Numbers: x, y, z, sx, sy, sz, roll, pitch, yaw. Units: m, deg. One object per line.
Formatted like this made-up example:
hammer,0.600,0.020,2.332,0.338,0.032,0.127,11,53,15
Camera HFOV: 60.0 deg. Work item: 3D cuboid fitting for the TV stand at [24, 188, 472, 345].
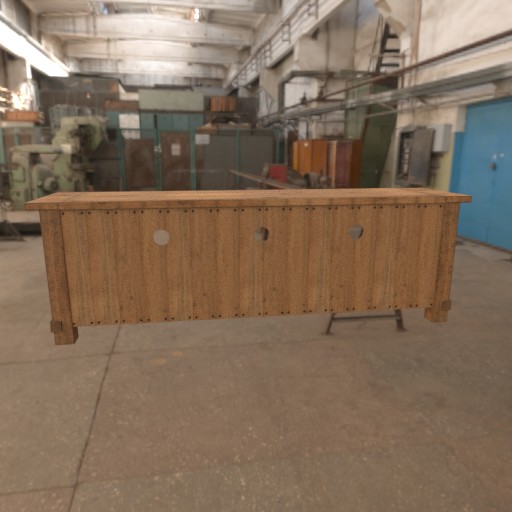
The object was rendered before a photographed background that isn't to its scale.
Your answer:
TV stand,0.000,0.000,2.049,1.804,0.573,0.453,-2,13,-8
